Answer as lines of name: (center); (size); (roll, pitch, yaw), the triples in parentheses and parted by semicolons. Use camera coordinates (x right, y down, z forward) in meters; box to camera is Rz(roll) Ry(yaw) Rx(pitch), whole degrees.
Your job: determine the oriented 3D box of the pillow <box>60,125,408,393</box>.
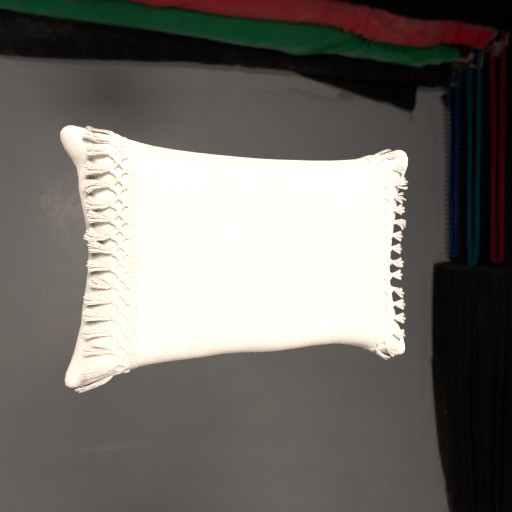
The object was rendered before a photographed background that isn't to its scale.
pillow: (0.000, 0.000, 0.577); (0.466, 0.305, 0.084); (0, 1, -18)
